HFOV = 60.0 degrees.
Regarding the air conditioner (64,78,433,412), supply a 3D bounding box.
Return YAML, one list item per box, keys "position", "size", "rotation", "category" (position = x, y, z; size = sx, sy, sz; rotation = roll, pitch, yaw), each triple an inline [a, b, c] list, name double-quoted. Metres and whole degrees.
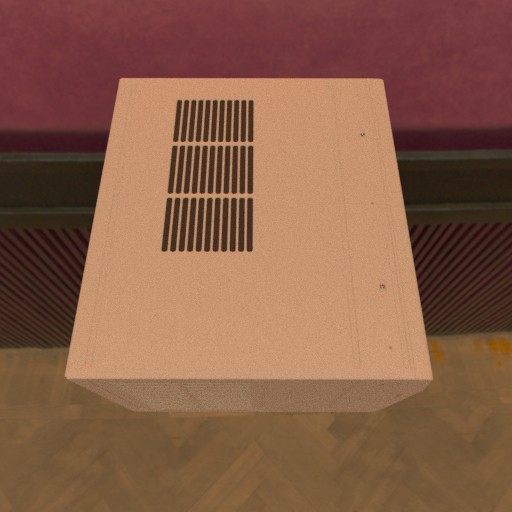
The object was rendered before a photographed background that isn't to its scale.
- position: [0.000, 0.000, 1.030]
  size: [0.599, 0.455, 0.645]
  rotation: [0, 64, 0]
  category: "air conditioner"
